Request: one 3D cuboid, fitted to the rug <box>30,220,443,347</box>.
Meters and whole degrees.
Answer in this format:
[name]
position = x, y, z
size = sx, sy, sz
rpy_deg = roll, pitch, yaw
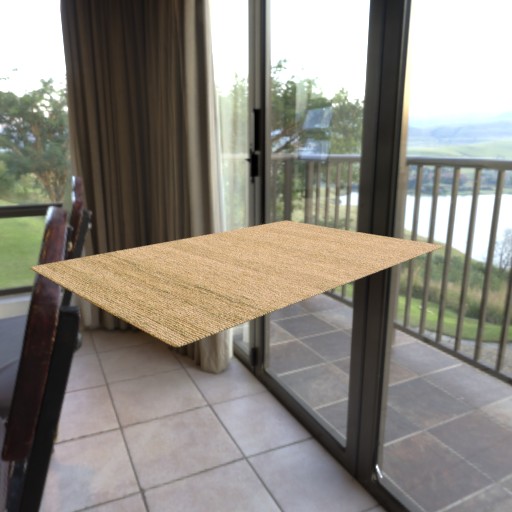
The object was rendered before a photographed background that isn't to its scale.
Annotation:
[rug]
position = 0.000, 0.000, 2.204
size = 1.758, 0.010, 1.143
rpy_deg = -14, 20, -43
